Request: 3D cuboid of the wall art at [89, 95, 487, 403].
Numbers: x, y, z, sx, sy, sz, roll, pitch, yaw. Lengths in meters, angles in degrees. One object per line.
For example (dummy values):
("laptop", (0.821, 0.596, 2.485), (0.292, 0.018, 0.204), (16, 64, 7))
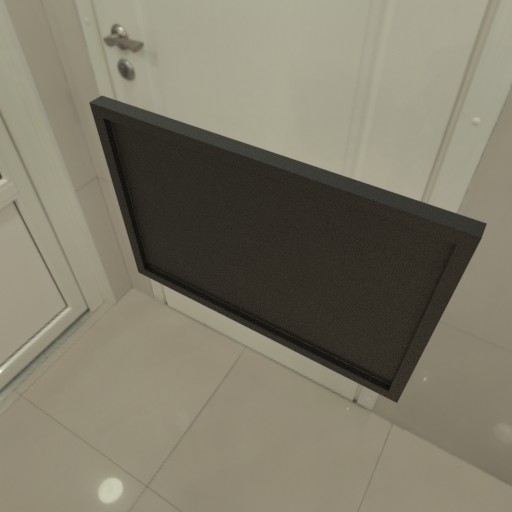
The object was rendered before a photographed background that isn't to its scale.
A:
("wall art", (0.000, 0.000, 0.556), (0.443, 0.301, 0.021), (23, 51, 21))
